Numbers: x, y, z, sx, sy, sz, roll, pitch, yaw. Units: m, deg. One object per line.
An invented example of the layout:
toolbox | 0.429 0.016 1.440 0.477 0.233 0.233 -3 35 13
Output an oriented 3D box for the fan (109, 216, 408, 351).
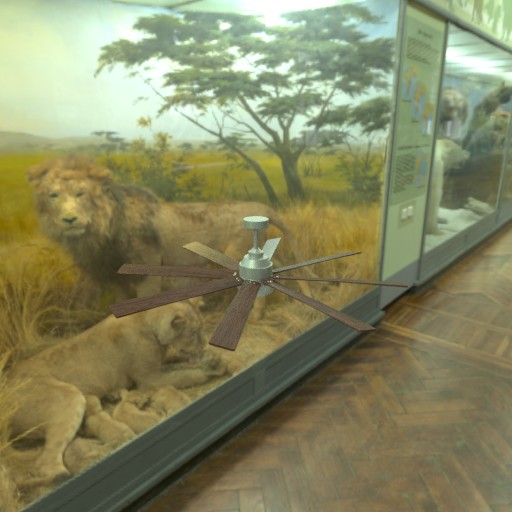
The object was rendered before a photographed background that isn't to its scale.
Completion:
fan | 0.000 0.000 2.760 1.830 0.472 1.830 3 18 9
